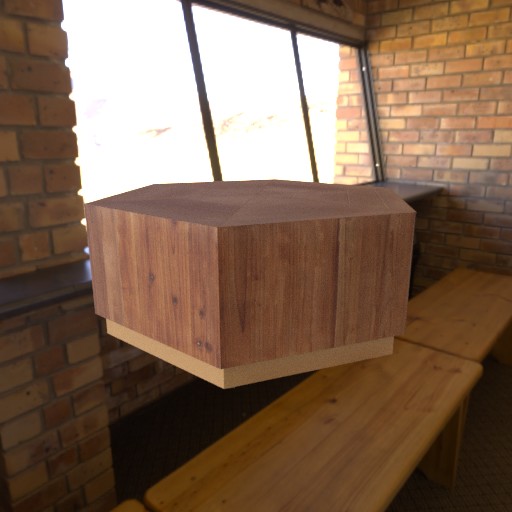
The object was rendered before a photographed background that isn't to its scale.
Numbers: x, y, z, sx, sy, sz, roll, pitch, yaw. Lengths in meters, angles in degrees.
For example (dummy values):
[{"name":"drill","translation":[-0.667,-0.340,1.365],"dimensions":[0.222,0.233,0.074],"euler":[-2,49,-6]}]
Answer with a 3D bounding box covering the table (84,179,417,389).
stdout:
[{"name":"table","translation":[0.000,0.000,1.648],"dimensions":[1.000,0.456,1.154],"euler":[2,16,9]}]
